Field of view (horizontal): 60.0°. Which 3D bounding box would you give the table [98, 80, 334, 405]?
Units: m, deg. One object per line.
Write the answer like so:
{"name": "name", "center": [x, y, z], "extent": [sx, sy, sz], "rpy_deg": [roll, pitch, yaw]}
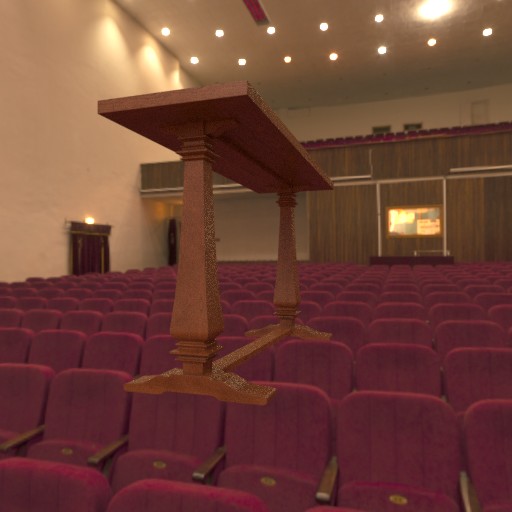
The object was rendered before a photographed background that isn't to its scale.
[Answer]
{"name": "table", "center": [0.000, 0.000, 1.872], "extent": [0.461, 0.852, 1.478], "rpy_deg": [0, -1, 18]}
